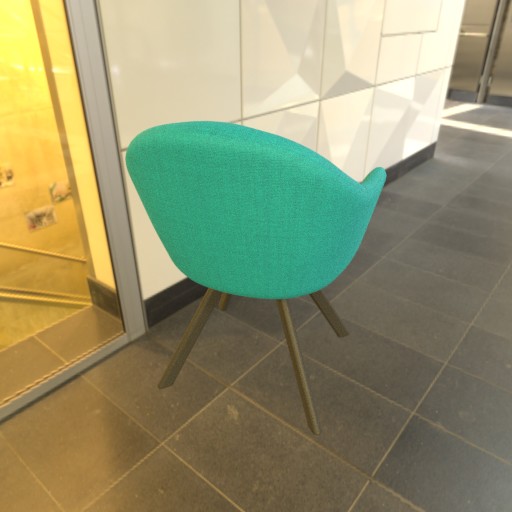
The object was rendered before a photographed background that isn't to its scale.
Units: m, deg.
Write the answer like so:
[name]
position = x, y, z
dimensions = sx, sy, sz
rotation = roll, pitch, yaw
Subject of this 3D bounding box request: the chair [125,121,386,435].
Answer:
[chair]
position = 0.000, 0.000, 1.188
dimensions = 0.590, 0.795, 0.550
rotation = 10, 31, 18
